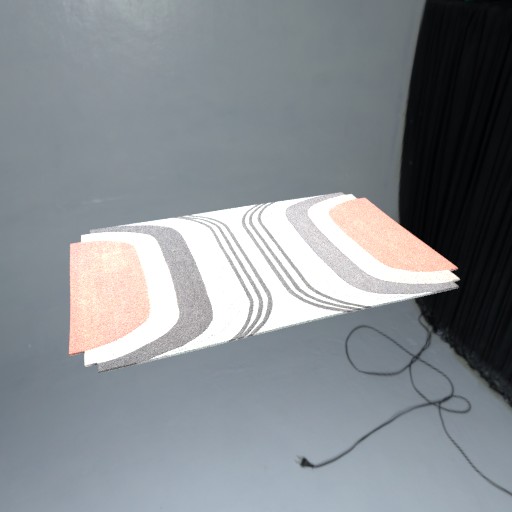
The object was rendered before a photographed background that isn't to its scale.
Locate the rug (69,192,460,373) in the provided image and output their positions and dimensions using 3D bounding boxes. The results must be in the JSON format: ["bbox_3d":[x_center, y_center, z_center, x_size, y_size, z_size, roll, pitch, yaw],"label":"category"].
[{"bbox_3d":[0.000,0.000,3.085,2.446,0.017,1.530,-10,34,-16],"label":"rug"}]
